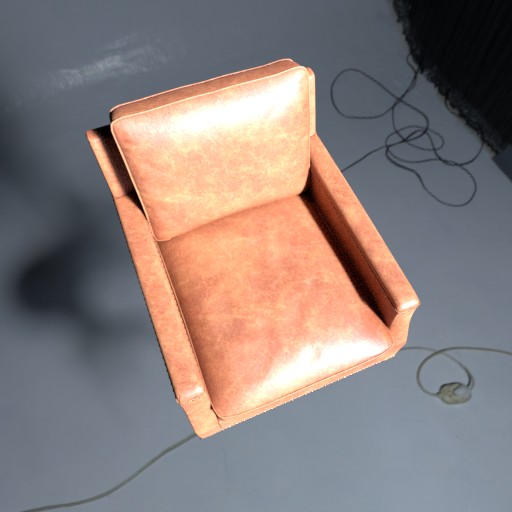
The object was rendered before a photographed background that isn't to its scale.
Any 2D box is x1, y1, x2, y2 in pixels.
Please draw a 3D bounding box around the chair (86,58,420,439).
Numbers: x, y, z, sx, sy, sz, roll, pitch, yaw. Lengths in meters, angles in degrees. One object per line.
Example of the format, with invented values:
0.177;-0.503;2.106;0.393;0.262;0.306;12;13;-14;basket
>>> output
0.000;0.000;1.650;0.853;0.943;1.014;-20;64;-10;chair
